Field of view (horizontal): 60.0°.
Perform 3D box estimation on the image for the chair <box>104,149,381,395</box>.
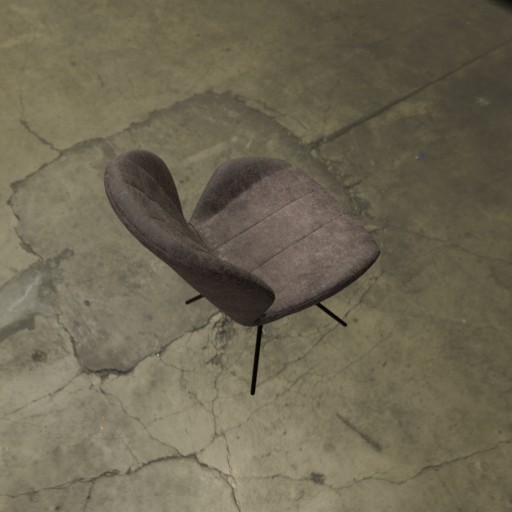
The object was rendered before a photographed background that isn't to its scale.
[{"bbox_3d":[0.000,0.000,1.303,0.640,0.934,0.527,-32,63,-18],"label":"chair"}]
